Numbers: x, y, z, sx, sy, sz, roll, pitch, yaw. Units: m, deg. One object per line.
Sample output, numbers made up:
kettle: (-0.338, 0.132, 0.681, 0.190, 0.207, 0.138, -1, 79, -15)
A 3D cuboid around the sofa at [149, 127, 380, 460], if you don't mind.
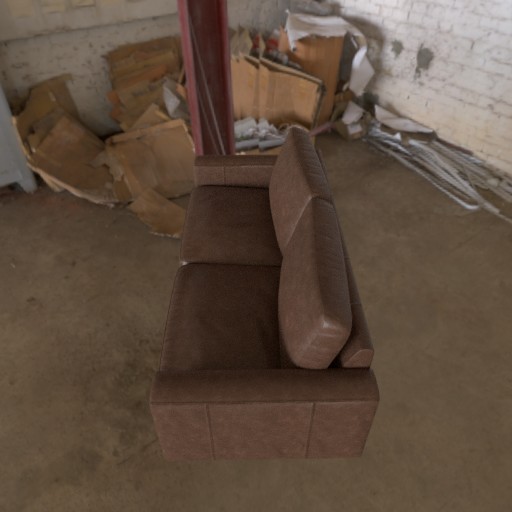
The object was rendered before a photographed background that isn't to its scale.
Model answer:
sofa: (0.000, 0.000, 2.757, 1.016, 0.873, 2.179, -1, 41, -1)
